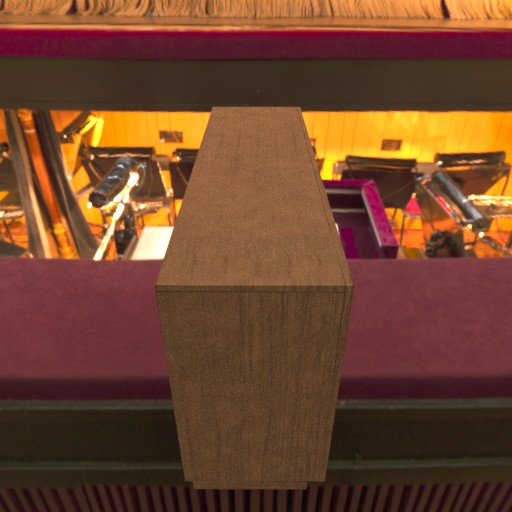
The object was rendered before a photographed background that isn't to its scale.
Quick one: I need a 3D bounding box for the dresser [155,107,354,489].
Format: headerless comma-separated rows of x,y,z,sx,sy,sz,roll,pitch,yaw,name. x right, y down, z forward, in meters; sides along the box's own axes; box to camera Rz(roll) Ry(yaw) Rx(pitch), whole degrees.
0.000,0.000,1.990,0.483,0.889,1.628,0,33,0,dresser
